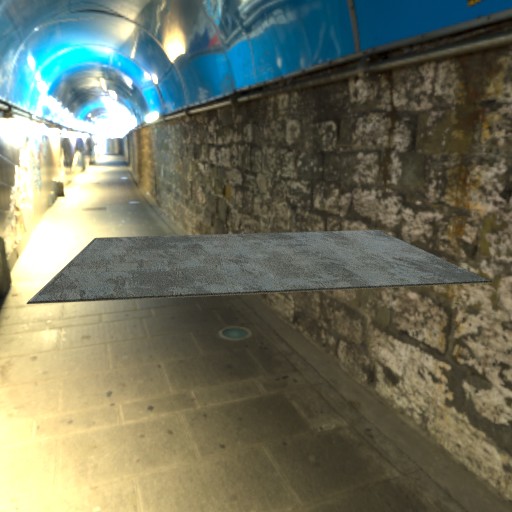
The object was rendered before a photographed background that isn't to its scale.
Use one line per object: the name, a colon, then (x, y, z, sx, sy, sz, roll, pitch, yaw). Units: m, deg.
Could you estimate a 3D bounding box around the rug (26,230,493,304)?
rug: (0.000, 0.000, 3.018, 2.431, 0.012, 1.536, -2, 14, -8)
